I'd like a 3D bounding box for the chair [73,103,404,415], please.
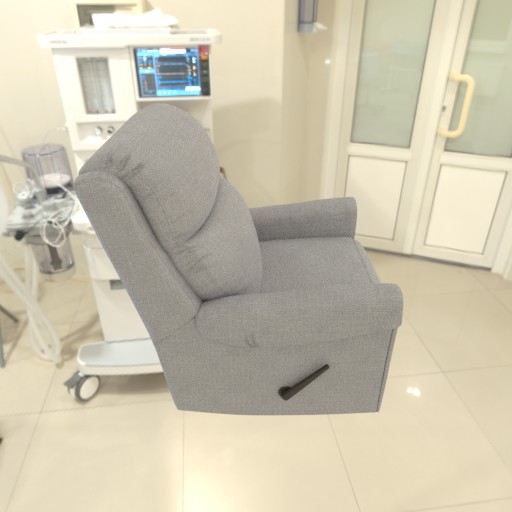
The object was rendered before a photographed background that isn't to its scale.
[{"bbox_3d":[0.000,0.000,1.738,1.014,1.054,0.838,0,30,0],"label":"chair"}]
